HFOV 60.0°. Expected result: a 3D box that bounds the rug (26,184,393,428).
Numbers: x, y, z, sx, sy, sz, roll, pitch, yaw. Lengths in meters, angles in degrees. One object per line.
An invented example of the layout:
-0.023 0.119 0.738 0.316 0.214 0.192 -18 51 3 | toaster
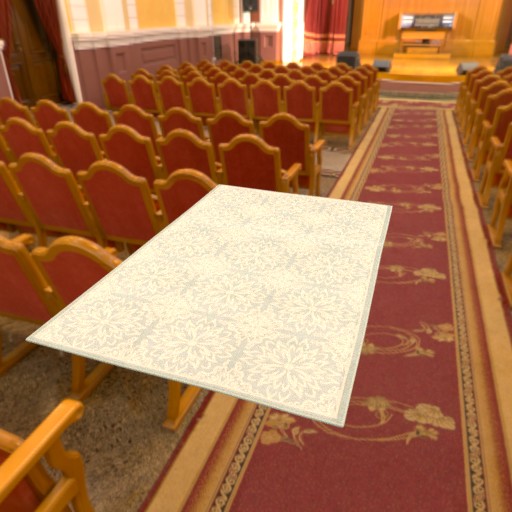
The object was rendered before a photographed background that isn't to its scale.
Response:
0.000 0.000 2.274 1.219 0.012 1.840 10 30 17 | rug
